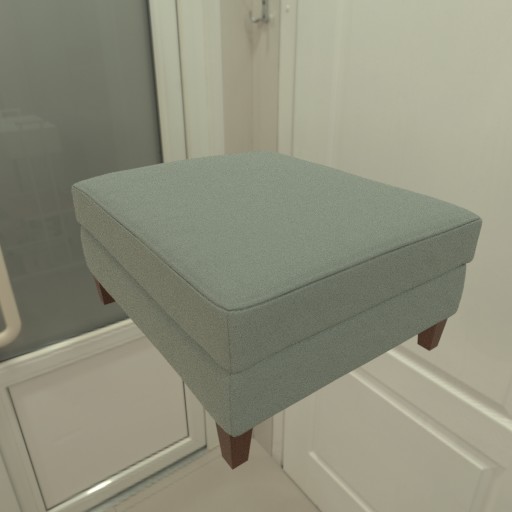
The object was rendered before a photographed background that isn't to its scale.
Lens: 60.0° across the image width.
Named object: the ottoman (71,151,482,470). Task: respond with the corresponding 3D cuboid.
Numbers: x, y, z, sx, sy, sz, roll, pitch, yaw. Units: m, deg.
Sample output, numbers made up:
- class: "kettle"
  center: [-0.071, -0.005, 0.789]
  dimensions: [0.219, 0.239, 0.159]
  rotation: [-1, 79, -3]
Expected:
- class: "ottoman"
  center: [0.000, 0.000, 1.410]
  dimensions: [0.842, 0.494, 0.991]
  rotation: [-17, 31, -32]
